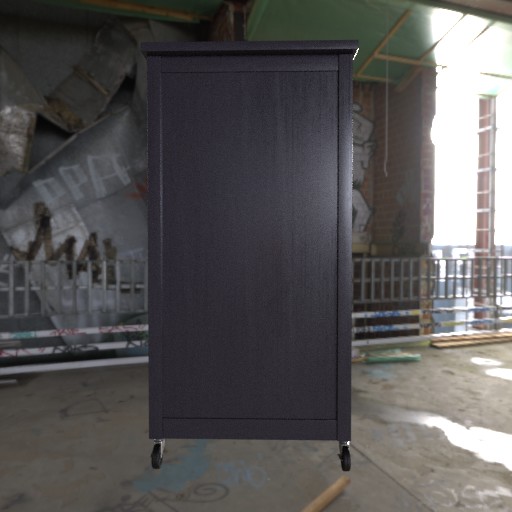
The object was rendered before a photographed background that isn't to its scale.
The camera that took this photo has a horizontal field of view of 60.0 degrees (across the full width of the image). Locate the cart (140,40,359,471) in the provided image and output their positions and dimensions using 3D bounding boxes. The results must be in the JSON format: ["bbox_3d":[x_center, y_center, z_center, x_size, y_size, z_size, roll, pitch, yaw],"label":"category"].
[{"bbox_3d":[0.000,0.000,1.241,0.449,0.878,0.690,0,1,1],"label":"cart"}]
